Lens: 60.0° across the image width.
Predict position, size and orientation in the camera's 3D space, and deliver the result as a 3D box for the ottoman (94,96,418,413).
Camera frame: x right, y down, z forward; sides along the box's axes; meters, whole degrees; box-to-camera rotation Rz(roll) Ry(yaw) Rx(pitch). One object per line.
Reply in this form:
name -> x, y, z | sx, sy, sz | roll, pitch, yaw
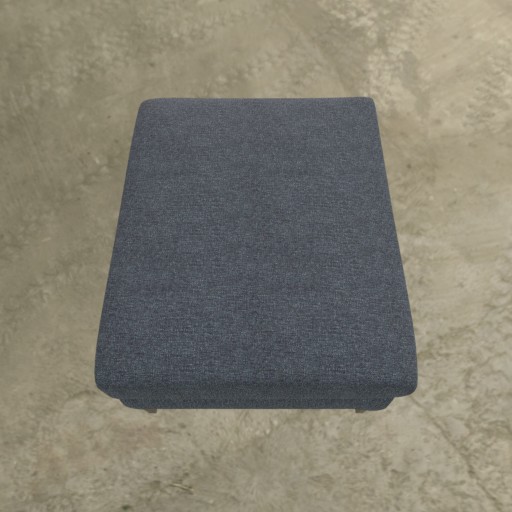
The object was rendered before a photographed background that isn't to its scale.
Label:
ottoman -> 0.000, 0.000, 1.280 | 0.695, 0.533, 0.831 | 0, 63, 0
